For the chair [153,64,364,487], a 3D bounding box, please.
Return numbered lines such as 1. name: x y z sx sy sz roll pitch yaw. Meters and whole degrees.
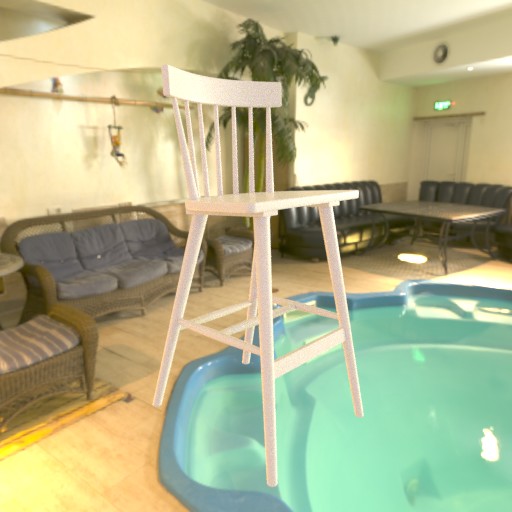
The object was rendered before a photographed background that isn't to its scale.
1. chair: 0.000 0.000 1.394 0.572 1.092 0.483 13 19 43
